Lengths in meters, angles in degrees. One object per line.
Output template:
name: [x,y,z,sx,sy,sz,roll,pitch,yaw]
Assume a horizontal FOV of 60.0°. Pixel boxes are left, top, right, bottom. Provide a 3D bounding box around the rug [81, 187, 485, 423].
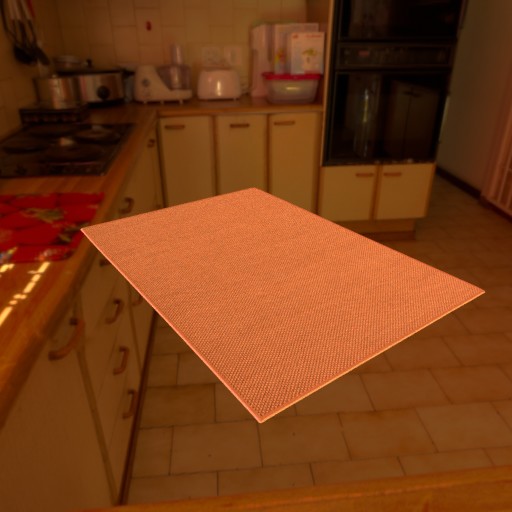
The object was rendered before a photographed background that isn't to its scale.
rug: [0.000,0.000,2.762,1.524,0.013,2.134,-19,33,-32]
